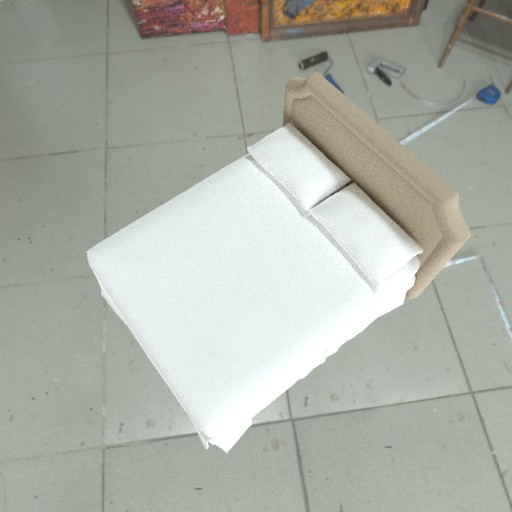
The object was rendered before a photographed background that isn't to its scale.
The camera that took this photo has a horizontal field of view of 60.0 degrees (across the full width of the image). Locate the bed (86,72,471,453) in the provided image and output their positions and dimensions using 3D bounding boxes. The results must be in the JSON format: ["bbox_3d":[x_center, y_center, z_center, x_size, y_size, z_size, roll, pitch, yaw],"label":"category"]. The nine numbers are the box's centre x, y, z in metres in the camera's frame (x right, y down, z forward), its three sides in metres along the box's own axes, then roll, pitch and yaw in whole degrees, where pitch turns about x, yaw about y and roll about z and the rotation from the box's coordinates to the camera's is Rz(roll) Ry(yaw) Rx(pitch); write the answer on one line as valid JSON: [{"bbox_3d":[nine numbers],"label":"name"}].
[{"bbox_3d":[0.000,0.000,3.300,2.204,1.301,1.828,-34,68,-16],"label":"bed"}]
